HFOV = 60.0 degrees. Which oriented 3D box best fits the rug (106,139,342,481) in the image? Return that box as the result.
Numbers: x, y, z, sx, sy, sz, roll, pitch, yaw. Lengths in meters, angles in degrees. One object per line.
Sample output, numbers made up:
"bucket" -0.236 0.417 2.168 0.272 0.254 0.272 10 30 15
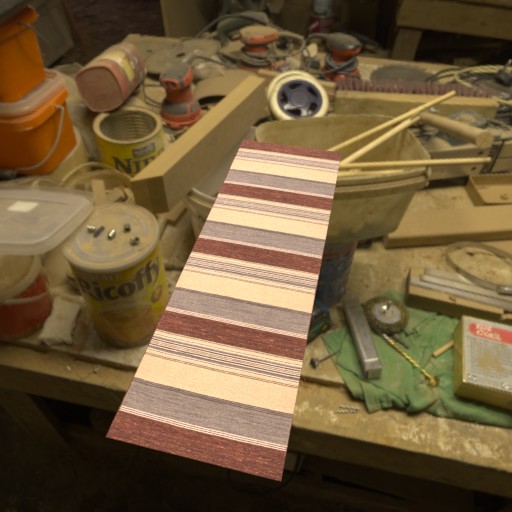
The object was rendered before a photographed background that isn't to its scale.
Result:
"rug" 0.000 0.000 2.709 0.792 0.006 2.437 10 48 9
